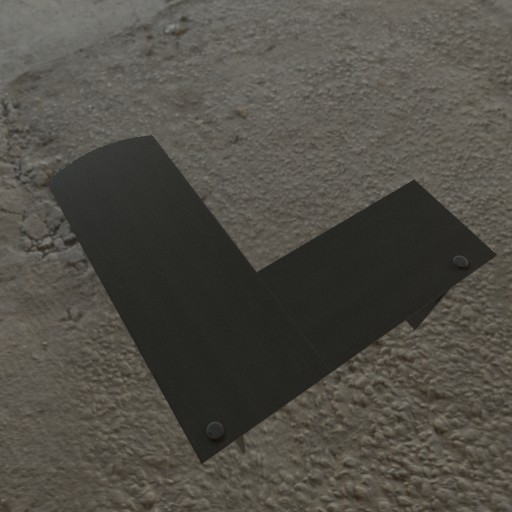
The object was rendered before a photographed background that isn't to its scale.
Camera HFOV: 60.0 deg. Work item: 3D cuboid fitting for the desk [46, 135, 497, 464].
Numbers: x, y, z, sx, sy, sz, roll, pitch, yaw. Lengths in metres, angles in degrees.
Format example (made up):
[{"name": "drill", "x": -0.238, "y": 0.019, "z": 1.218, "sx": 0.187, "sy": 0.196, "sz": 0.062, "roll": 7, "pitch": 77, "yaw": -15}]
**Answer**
[{"name": "desk", "x": 0.000, "y": 0.000, "z": 2.099, "sx": 1.303, "sy": 0.716, "sz": 1.361, "roll": -30, "pitch": 64, "yaw": -16}]
